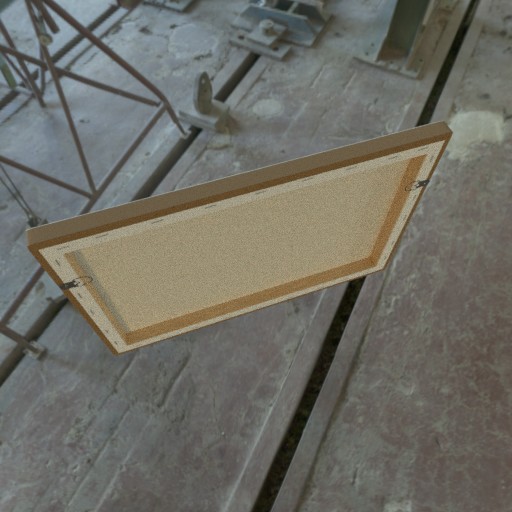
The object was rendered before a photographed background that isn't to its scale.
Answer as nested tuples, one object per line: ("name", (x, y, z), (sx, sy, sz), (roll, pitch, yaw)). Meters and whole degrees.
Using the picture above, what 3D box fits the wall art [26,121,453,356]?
("wall art", (0.000, 0.000, 0.485), (0.380, 0.254, 0.019), (-17, 60, -10))
